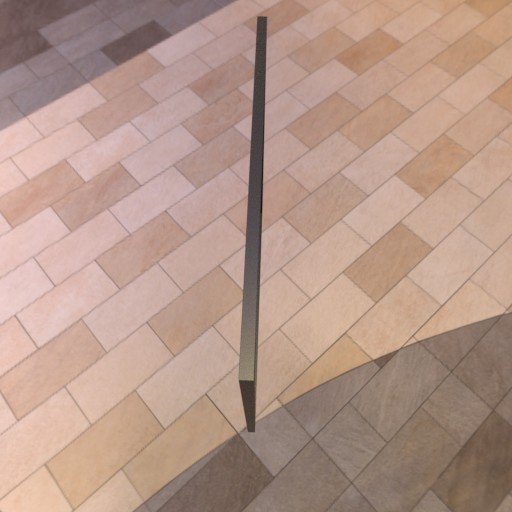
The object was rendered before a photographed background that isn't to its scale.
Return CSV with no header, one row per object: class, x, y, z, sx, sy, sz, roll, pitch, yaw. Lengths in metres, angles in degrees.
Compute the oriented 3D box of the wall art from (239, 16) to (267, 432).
wall art,0.000,0.000,1.182,0.022,0.807,0.807,2,63,1
